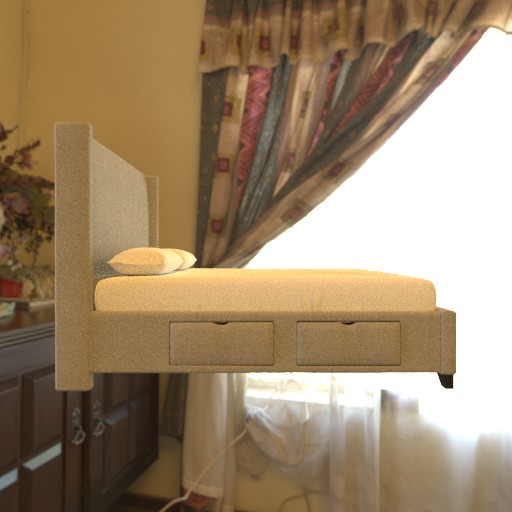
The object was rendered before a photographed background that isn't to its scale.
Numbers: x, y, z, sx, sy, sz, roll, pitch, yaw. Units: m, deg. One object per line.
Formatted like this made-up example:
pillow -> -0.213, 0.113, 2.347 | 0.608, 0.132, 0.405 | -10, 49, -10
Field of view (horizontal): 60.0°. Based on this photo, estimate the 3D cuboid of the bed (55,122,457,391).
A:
bed -> 0.000, 0.000, 3.316 | 2.222, 1.491, 1.774 | 0, 0, 0
